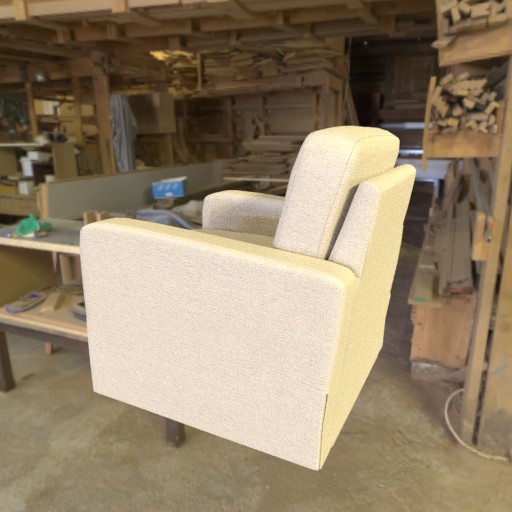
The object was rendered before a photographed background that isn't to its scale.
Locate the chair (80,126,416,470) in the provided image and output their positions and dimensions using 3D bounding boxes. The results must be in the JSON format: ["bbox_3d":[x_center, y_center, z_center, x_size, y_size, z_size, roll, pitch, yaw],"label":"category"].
[{"bbox_3d":[0.000,0.000,1.468,0.888,0.827,0.755,8,18,26],"label":"chair"}]
